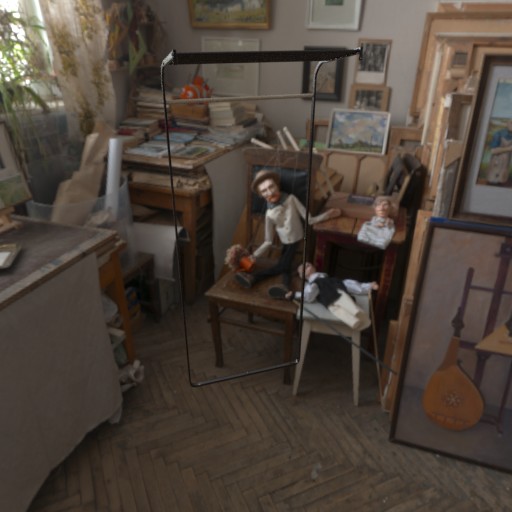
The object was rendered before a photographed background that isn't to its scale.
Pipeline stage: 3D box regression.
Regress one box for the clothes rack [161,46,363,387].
[{"bbox_3d":[0.000,0.000,1.835,0.609,1.574,0.349,-9,29,-16],"label":"clothes rack"}]
